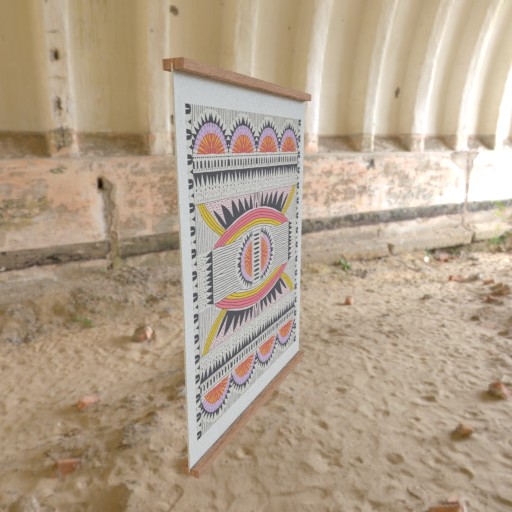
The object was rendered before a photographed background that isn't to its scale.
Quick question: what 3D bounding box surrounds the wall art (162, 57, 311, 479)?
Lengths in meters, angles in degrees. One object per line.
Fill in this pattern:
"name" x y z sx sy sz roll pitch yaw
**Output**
"wall art" 0.000 0.000 0.713 0.028 0.527 0.403 7 16 26
